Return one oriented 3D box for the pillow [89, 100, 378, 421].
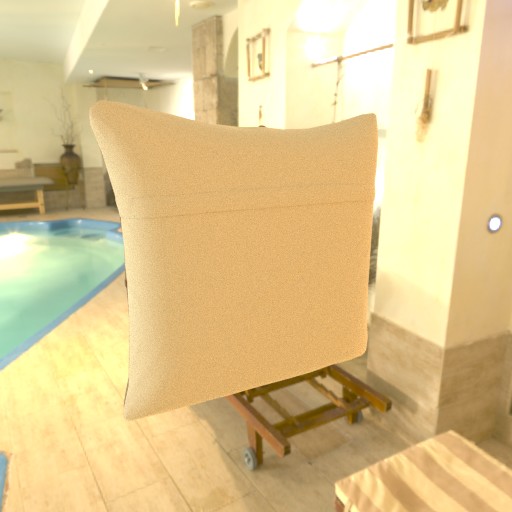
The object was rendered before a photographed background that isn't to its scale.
[{"bbox_3d":[0.000,0.000,0.731,0.484,0.470,0.192,-7,17,-26],"label":"pillow"}]
